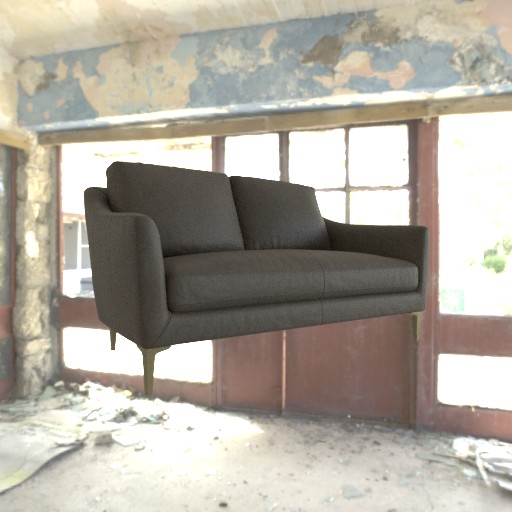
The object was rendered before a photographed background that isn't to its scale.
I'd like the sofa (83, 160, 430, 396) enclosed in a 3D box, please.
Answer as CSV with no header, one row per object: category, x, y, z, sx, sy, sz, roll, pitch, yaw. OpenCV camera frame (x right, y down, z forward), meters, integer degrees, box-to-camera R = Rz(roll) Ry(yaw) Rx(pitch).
sofa,0.000,0.000,2.242,1.619,0.902,0.960,0,1,-36
